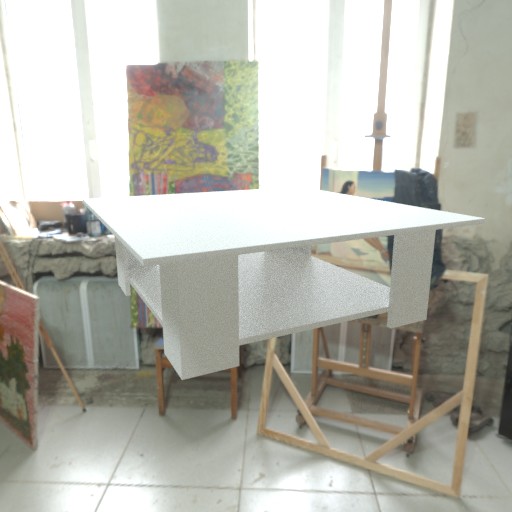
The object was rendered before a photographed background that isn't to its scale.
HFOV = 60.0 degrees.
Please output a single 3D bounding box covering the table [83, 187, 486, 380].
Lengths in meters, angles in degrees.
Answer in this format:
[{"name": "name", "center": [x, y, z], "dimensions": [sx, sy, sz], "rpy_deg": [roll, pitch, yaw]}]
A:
[{"name": "table", "center": [0.000, 0.000, 1.381], "dimensions": [0.890, 0.305, 0.890], "rpy_deg": [-7, 16, -26]}]
